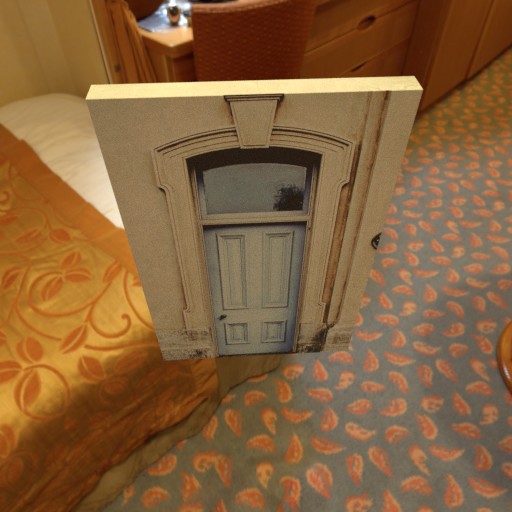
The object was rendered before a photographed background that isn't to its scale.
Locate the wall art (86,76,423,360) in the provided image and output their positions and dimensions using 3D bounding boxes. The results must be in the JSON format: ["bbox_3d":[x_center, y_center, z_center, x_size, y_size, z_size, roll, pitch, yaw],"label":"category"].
[{"bbox_3d":[0.000,0.000,0.763,0.403,0.607,0.036,-2,47,-2],"label":"wall art"}]
